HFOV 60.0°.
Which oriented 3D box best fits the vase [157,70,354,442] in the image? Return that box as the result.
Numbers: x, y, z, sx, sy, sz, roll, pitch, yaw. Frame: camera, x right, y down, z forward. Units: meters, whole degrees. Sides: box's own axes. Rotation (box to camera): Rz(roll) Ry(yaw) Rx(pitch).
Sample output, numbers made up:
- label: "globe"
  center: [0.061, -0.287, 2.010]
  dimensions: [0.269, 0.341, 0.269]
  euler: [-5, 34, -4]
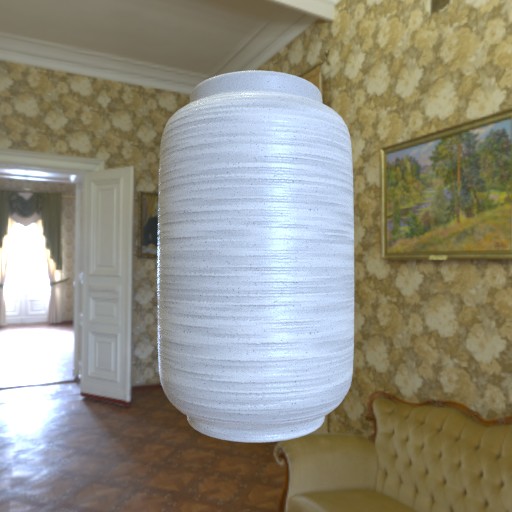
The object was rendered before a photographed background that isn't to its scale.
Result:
- label: "vase"
  center: [0.000, 0.000, 0.466]
  dimensions: [0.202, 0.335, 0.202]
  euler: [0, -1, 0]
